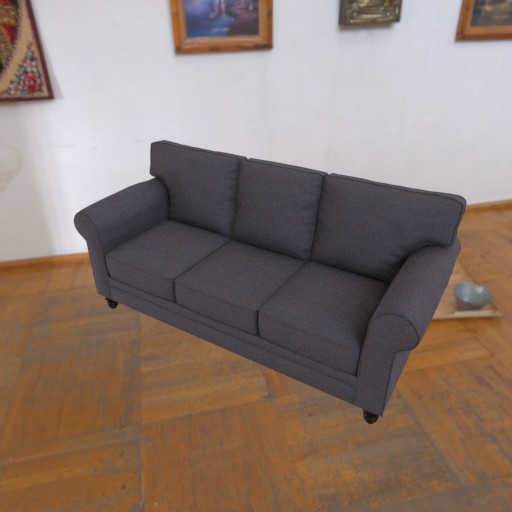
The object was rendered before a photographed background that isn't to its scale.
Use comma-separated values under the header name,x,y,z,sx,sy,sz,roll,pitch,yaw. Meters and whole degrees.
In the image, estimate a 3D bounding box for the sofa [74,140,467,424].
name,x,y,z,sx,sy,sz,roll,pitch,yaw
sofa,0.000,0.000,2.609,2.084,0.966,0.909,17,34,27
